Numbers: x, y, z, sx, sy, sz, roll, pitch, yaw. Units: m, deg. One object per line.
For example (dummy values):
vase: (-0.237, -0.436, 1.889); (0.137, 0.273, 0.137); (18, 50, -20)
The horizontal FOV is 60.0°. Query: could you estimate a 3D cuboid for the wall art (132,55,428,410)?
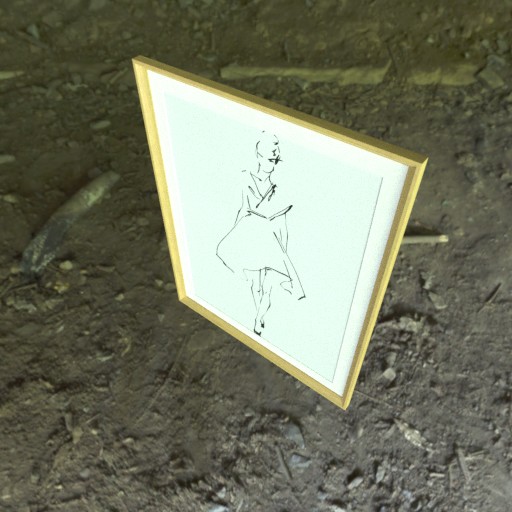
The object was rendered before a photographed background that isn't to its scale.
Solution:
wall art: (0.000, 0.000, 1.354); (0.798, 1.002, 0.030); (29, 52, 25)
